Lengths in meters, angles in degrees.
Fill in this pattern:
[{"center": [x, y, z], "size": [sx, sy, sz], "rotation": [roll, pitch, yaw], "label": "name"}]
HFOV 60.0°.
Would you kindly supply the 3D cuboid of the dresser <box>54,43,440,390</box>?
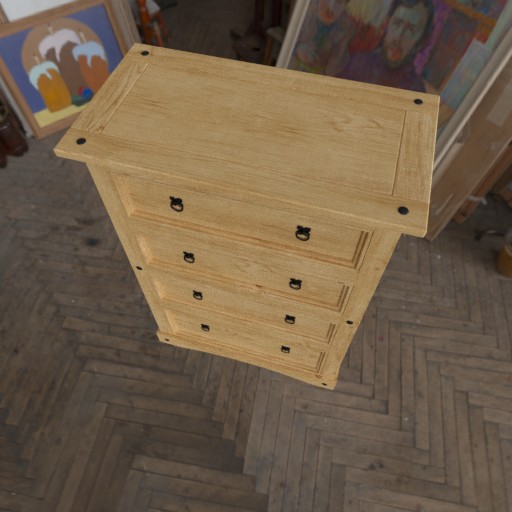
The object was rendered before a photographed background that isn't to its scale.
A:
[{"center": [0.000, 0.000, 1.702], "size": [0.915, 1.300, 0.485], "rotation": [14, 58, 9], "label": "dresser"}]
